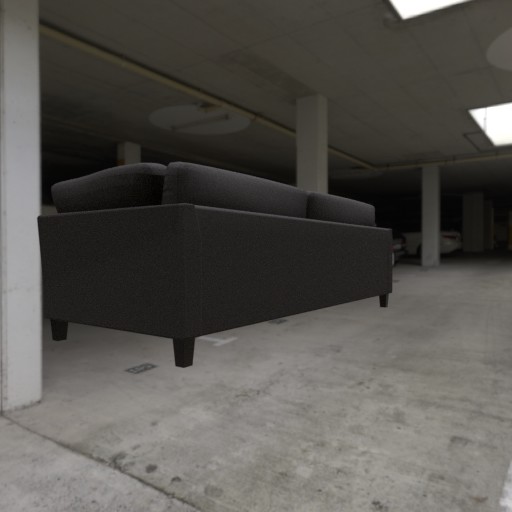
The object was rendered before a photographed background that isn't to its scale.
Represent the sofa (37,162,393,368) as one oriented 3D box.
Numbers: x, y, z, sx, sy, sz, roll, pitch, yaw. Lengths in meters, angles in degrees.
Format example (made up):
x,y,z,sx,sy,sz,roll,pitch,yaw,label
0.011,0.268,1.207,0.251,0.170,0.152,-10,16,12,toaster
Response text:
x,y,z,sx,sy,sz,roll,pitch,yaw,label
0.000,0.000,2.762,0.969,0.792,2.312,0,1,36,sofa
